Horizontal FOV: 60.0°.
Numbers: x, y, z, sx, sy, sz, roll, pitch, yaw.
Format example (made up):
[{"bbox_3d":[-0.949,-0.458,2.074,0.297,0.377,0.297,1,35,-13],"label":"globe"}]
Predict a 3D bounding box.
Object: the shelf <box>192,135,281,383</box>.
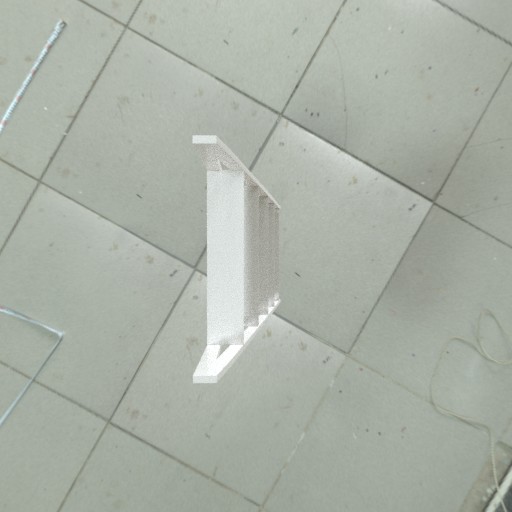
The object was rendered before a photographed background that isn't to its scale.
[{"bbox_3d":[0.000,0.000,2.019,0.341,1.779,0.636,0,91,-1],"label":"shelf"}]
